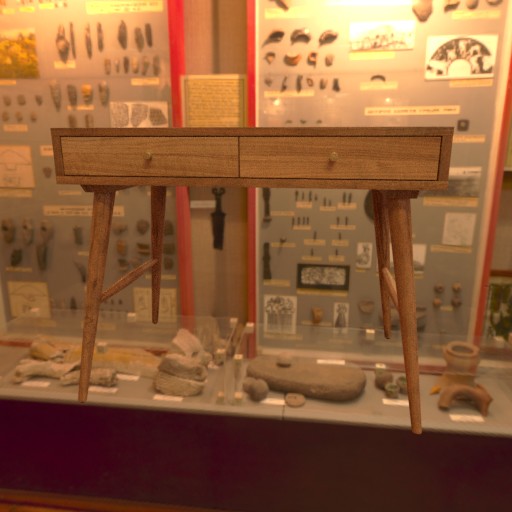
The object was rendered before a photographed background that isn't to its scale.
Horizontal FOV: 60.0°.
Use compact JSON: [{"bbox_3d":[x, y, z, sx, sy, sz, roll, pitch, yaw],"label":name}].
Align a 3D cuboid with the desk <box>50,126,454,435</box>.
[{"bbox_3d":[0.000,0.000,1.378,0.949,0.758,0.588,2,15,8],"label":"desk"}]
